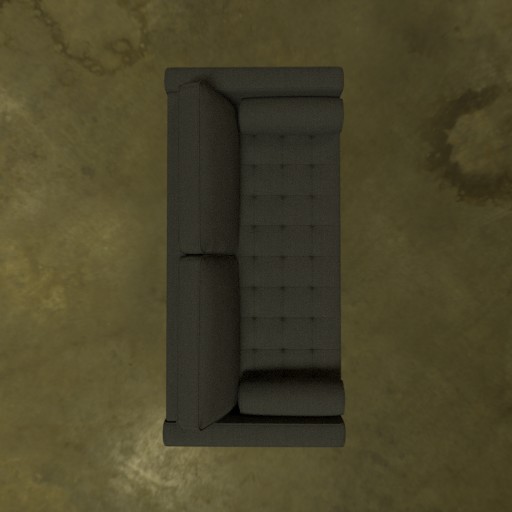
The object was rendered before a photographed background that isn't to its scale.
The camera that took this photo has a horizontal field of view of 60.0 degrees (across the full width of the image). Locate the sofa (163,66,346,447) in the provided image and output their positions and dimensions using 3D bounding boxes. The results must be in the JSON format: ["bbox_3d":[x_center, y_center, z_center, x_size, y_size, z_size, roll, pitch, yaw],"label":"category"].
[{"bbox_3d":[0.000,0.000,2.361,0.914,0.759,1.875,0,89,1],"label":"sofa"}]
